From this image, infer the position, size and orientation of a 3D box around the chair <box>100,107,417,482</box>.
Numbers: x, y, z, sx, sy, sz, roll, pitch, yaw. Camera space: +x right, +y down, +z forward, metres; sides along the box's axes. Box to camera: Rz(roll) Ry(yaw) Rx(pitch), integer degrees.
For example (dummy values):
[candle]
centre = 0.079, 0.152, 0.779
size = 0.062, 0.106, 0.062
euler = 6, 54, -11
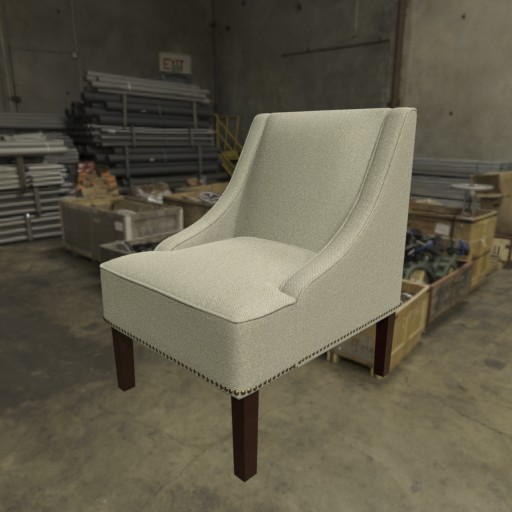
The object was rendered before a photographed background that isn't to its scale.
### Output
[chair]
centre = 0.000, 0.000, 1.361
size = 0.628, 0.872, 0.748
euler = 14, 21, 42
